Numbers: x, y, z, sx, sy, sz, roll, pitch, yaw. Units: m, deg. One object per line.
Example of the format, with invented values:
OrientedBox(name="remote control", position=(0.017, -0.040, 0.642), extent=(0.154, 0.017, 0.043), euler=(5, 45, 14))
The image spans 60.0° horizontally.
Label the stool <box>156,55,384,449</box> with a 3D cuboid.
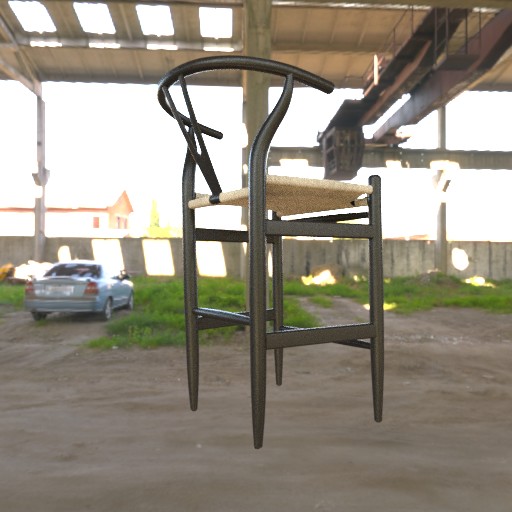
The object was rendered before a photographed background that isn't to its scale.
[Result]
OrientedBox(name="stool", position=(0.000, 0.000, 1.326), extent=(0.579, 0.970, 0.569), euler=(0, -1, -36))
